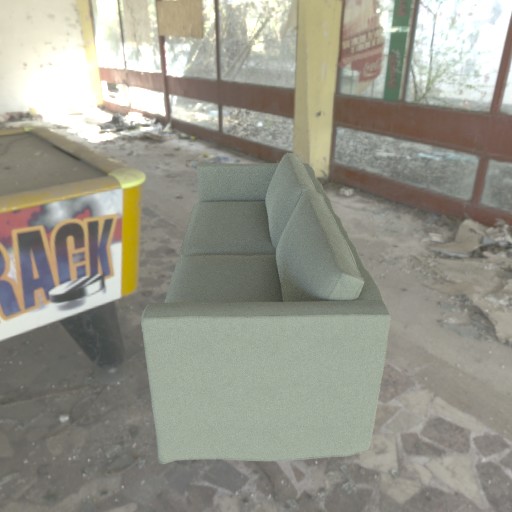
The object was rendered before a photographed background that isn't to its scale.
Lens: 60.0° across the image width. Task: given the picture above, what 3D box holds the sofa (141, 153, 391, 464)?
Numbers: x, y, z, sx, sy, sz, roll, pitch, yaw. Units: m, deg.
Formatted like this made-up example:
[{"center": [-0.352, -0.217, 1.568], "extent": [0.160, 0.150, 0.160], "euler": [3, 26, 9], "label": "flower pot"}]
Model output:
[{"center": [0.000, 0.000, 2.755], "extent": [0.962, 0.853, 2.312], "euler": [-1, 26, -1], "label": "sofa"}]
